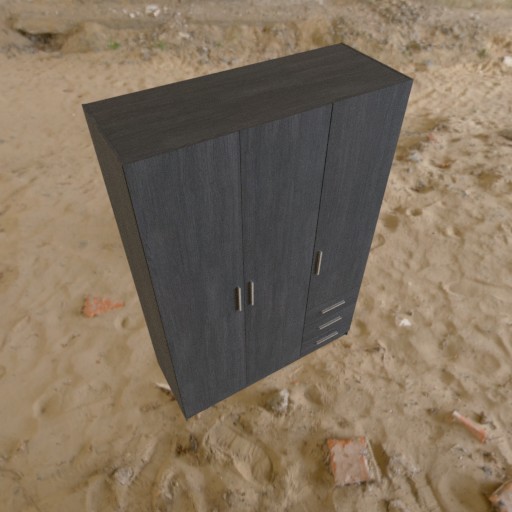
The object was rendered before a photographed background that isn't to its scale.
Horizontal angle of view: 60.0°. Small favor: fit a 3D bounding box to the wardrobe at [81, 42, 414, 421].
[{"bbox_3d":[0.000,0.000,2.494,1.290,1.910,0.510,-23,50,-21],"label":"wardrobe"}]
